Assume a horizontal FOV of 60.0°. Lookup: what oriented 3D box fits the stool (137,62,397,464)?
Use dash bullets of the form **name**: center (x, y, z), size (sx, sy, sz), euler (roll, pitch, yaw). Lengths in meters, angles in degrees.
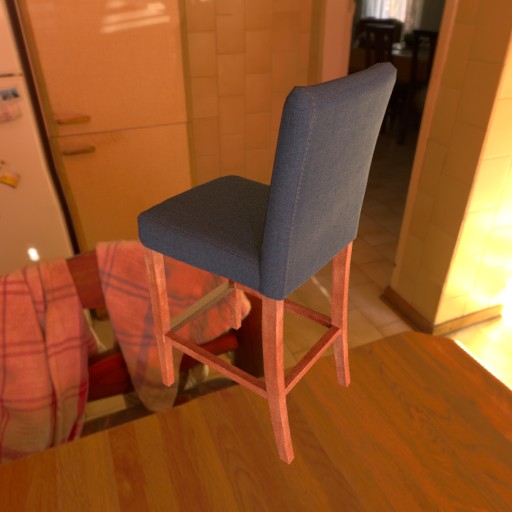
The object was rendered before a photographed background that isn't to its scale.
- **stool**: center (0.000, 0.000, 1.348), size (0.574, 1.088, 0.454), euler (21, 37, 31)
